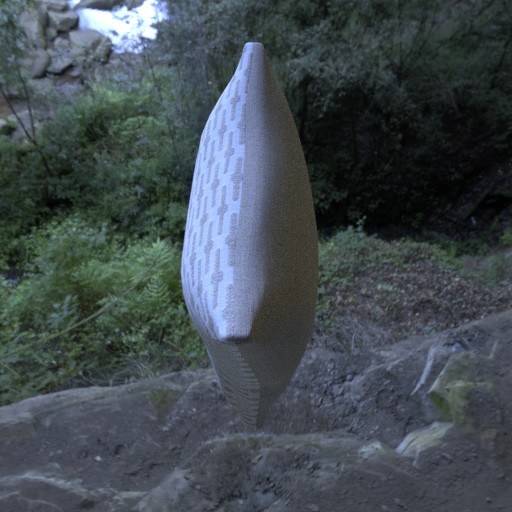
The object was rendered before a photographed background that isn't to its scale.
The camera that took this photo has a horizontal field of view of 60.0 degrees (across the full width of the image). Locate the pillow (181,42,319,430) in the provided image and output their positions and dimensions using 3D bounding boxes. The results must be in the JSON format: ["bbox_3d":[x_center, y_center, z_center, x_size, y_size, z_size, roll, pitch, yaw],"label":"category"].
[{"bbox_3d":[0.000,0.000,0.775,0.219,0.491,0.496,2,59,1],"label":"pillow"}]
